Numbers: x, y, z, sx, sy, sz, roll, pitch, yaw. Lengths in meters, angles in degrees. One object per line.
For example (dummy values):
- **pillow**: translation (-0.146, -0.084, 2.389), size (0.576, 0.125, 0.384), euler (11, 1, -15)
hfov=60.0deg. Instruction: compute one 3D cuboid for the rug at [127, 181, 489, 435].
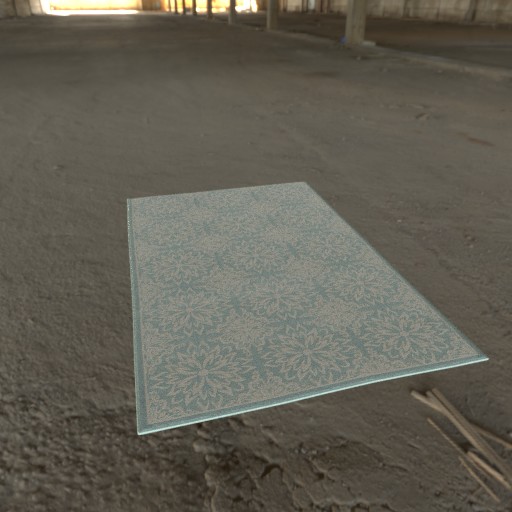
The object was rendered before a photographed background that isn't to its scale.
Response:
- **rug**: translation (0.000, 0.000, 2.205), size (1.219, 0.012, 1.840), euler (-8, 31, -13)
